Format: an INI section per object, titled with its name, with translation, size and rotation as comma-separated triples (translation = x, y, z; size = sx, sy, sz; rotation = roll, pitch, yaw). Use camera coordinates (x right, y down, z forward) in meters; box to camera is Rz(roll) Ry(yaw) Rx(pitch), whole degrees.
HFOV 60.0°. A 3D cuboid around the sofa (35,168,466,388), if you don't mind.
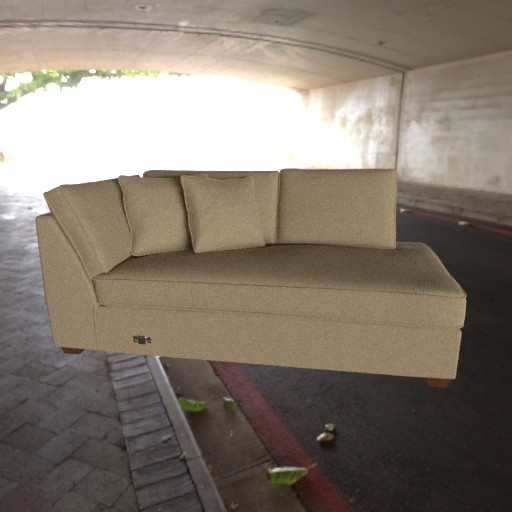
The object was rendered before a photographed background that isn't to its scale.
[sofa]
translation = 0.000, 0.000, 2.748
size = 2.237, 1.033, 1.110
rotation = 2, 15, 9
